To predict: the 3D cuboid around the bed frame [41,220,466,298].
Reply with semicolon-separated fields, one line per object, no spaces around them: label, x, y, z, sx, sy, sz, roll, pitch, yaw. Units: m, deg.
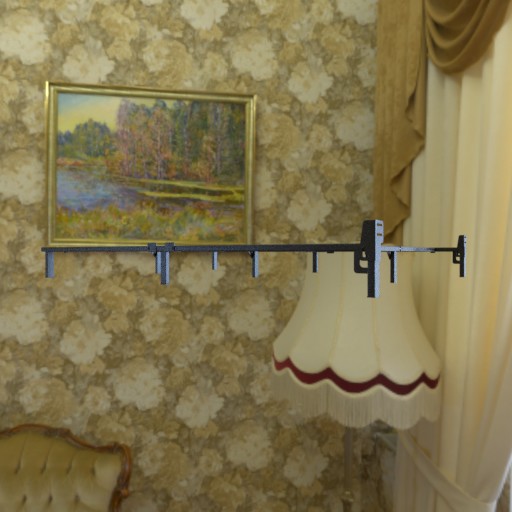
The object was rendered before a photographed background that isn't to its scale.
bed frame;0.000;0.000;2.588;1.990;0.248;1.498;0;1;35
